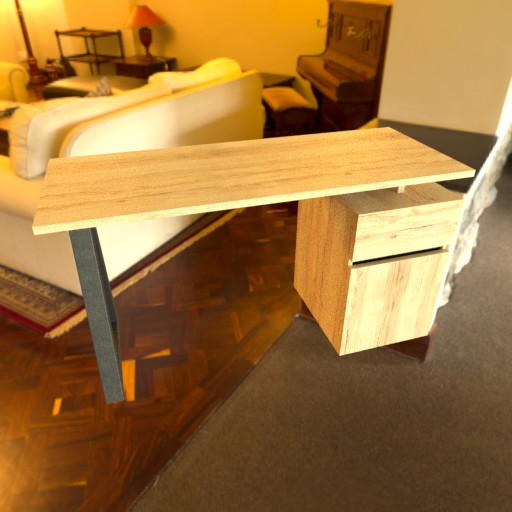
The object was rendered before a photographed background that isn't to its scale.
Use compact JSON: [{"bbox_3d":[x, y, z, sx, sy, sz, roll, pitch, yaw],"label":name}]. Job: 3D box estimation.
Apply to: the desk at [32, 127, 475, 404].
[{"bbox_3d":[0.000,0.000,1.761,1.400,0.760,0.550,-9,33,-15],"label":"desk"}]
